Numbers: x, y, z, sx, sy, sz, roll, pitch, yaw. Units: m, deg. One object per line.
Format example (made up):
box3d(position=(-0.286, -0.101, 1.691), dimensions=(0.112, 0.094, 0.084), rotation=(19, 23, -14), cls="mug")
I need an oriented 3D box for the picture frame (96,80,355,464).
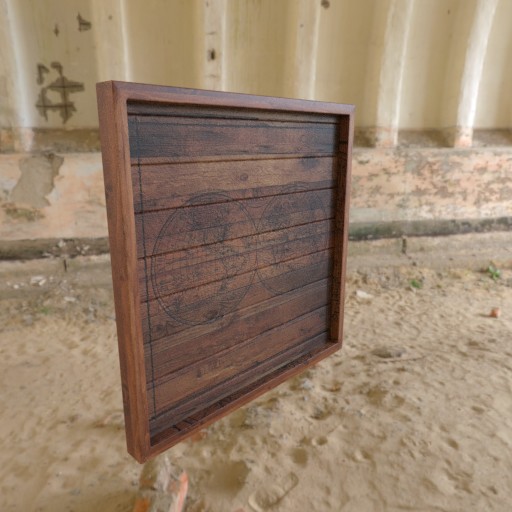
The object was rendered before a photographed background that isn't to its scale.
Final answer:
box3d(position=(0.000, 0.000, 0.523), dimensions=(0.028, 0.356, 0.352), rotation=(14, 20, 42), cls="picture frame")
